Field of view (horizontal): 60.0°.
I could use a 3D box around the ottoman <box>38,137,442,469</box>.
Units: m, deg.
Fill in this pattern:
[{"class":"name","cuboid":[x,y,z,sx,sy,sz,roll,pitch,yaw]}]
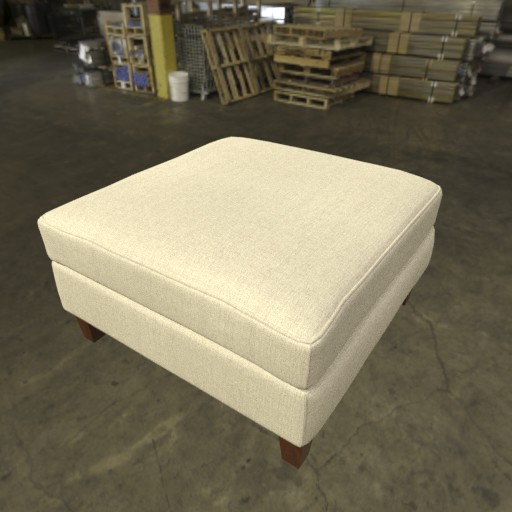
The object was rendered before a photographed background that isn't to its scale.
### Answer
[{"class":"ottoman","cuboid":[0.000,0.000,1.323,0.838,0.478,0.838,20,38,29]}]
